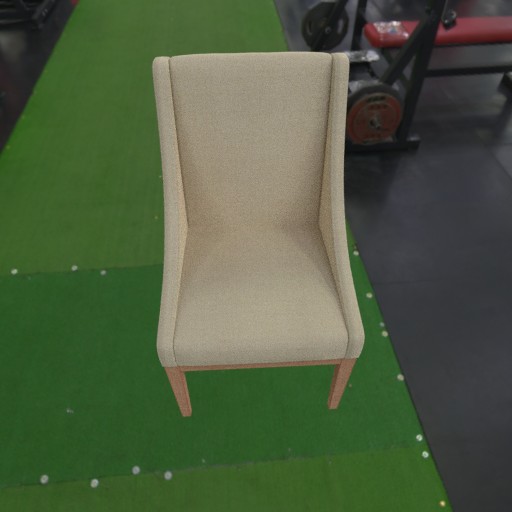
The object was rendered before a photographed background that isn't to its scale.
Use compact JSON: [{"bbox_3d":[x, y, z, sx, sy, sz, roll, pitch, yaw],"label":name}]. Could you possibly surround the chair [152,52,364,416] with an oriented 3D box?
[{"bbox_3d":[0.000,0.000,1.391,0.575,1.021,0.611,-2,48,-2],"label":"chair"}]
